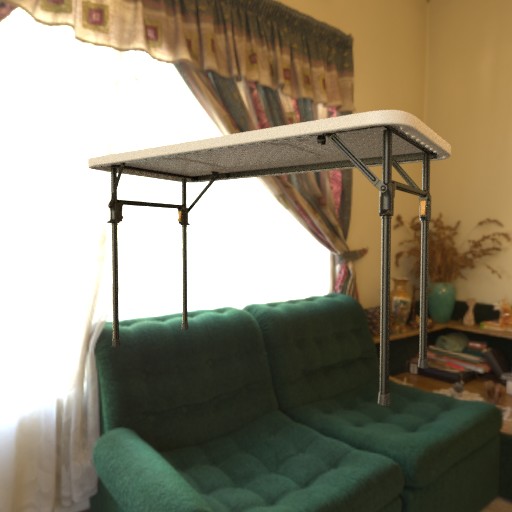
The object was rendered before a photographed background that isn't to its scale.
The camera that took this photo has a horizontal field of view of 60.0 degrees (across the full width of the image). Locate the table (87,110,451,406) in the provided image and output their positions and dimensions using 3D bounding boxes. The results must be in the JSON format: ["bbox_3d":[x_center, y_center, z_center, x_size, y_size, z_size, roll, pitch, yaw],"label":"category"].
[{"bbox_3d":[0.000,0.000,1.604,1.219,0.729,0.610,2,3,35],"label":"table"}]
